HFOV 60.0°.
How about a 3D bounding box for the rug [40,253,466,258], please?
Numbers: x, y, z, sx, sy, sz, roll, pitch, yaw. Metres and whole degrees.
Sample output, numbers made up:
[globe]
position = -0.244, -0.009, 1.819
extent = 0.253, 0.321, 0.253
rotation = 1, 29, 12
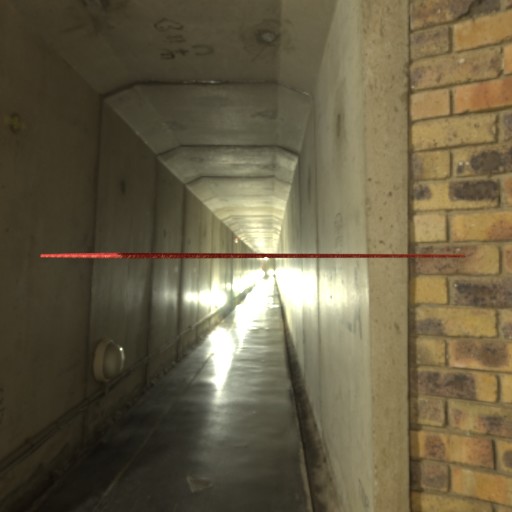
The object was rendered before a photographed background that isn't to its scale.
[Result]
[rug]
position = 0.000, 0.000, 2.286
extent = 1.835, 0.018, 1.230
rotation = 0, 0, -35
